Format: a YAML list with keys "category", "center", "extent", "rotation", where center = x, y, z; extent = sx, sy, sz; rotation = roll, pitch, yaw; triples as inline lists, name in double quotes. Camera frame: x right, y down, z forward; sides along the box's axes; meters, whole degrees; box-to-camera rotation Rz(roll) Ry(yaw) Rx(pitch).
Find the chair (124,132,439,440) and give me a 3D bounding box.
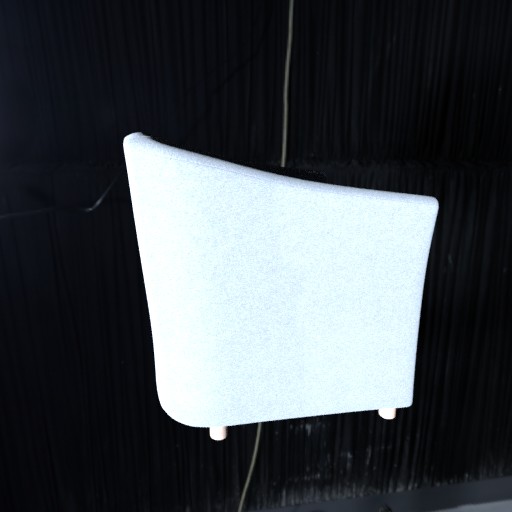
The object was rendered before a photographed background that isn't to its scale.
- category: "chair"
  center: [0.000, 0.000, 1.344]
  extent: [0.700, 0.720, 0.790]
  rotation: [-3, 15, -10]
